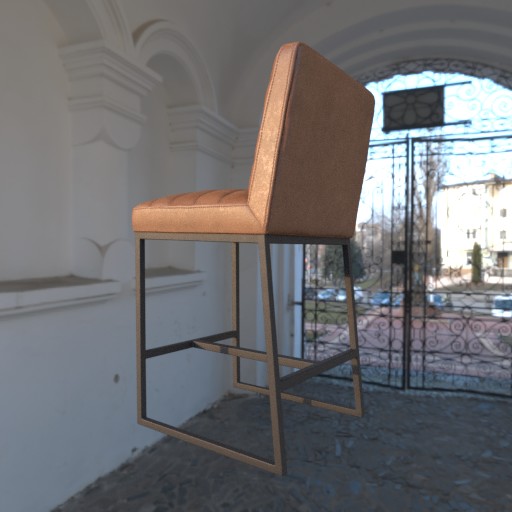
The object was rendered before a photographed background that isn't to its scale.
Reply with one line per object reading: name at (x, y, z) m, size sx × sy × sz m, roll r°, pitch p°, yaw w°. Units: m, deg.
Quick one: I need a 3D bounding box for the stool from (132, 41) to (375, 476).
stool at (0.000, 0.000, 1.260) m, size 0.556 × 0.940 × 0.458 m, roll 1°, pitch 1°, yaw 37°
